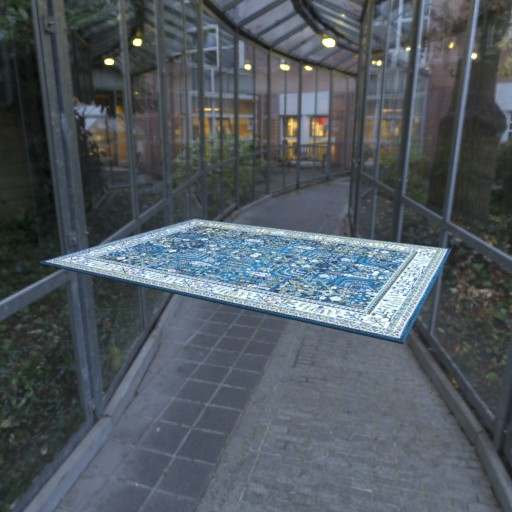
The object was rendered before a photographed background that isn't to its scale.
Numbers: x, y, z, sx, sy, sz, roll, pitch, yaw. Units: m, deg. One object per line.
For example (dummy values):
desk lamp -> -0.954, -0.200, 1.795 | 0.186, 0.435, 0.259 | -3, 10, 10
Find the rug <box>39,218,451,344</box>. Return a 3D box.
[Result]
rug -> 0.000, 0.000, 2.922 | 2.213, 0.013, 1.594 | 9, 18, 28
